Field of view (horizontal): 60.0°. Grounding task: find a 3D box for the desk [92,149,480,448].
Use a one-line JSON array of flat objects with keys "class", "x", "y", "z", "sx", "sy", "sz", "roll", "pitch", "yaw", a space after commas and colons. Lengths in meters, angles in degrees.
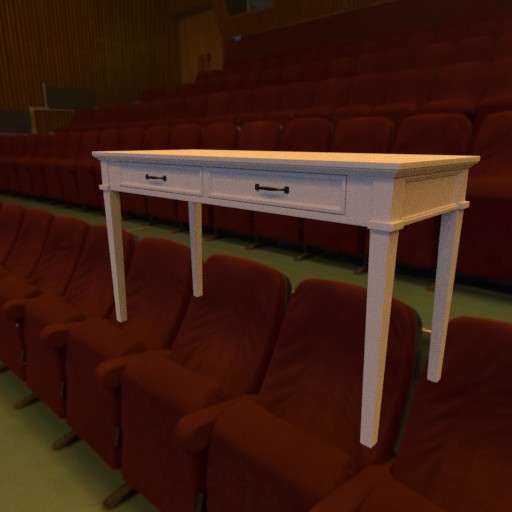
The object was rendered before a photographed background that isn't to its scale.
[{"class": "desk", "x": 0.000, "y": 0.000, "z": 1.719, "sx": 1.372, "sy": 0.774, "sz": 0.559, "roll": 13, "pitch": 20, "yaw": 41}]
